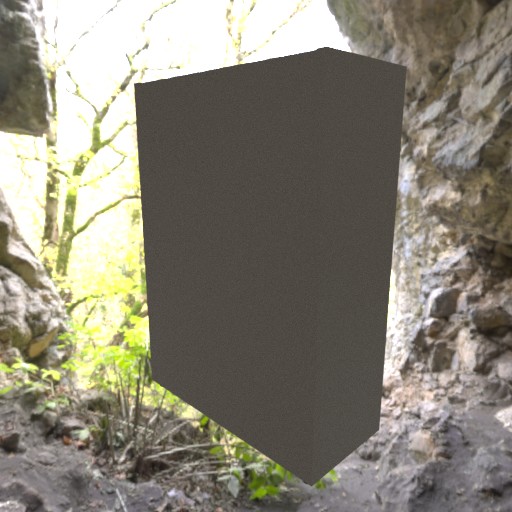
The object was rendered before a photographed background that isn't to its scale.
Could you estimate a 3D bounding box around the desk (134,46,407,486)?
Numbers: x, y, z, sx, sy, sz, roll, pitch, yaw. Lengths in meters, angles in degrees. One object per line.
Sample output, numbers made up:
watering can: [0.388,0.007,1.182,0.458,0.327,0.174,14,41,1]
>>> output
desk: [0.000,0.000,1.567,0.390,1.190,0.850,-13,19,-43]
